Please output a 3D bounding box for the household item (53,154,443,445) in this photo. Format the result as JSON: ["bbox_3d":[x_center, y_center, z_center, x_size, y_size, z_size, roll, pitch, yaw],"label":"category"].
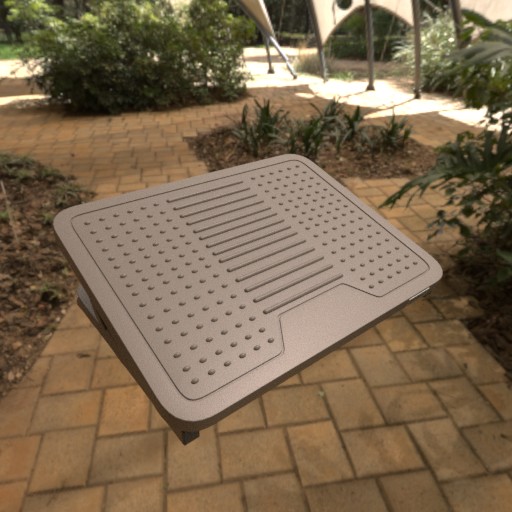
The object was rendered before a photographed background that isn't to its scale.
[{"bbox_3d":[0.000,0.000,0.539,0.390,0.126,0.301,-21,36,-33],"label":"household item"}]
